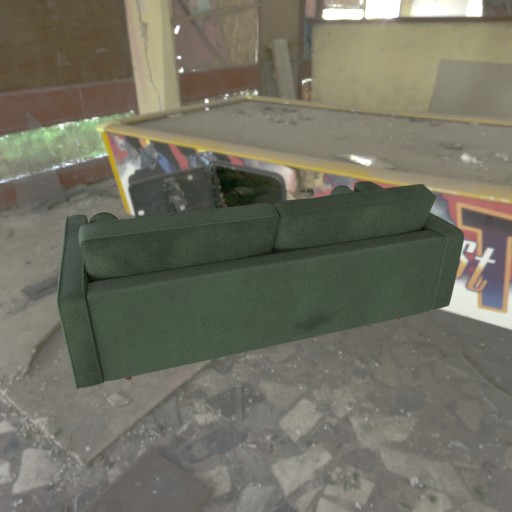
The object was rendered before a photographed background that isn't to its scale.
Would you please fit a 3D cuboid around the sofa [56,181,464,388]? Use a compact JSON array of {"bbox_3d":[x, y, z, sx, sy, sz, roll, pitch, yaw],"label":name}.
[{"bbox_3d":[0.000,0.000,2.342,1.880,0.772,0.916,-9,29,-17],"label":"sofa"}]
